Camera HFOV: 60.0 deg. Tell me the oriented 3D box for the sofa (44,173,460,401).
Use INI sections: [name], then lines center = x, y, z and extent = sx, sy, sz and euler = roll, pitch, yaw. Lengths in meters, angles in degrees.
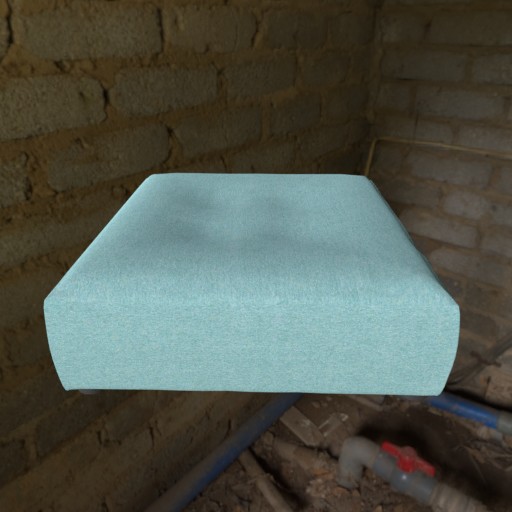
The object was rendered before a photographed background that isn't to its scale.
[sofa]
center = 0.000, 0.000, 1.424
extent = 0.930, 0.330, 0.930
euler = 1, 27, 1
